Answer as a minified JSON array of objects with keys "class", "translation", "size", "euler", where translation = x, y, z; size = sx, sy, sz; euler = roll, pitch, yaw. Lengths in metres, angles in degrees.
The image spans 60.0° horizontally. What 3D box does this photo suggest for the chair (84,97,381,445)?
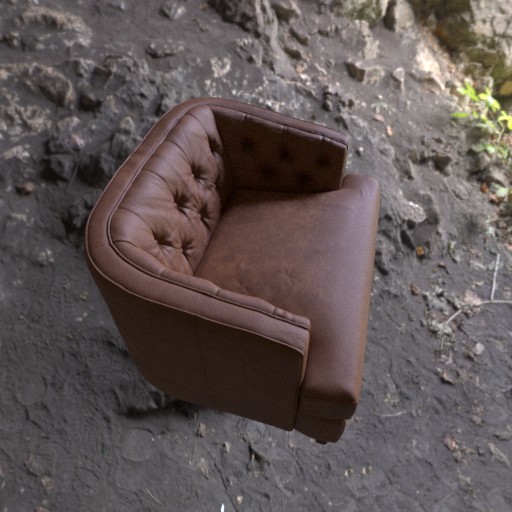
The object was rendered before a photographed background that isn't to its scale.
[{"class":"chair","translation":[0.000,0.000,1.752],"size":[0.911,0.836,1.119],"euler":[11,48,10]}]
